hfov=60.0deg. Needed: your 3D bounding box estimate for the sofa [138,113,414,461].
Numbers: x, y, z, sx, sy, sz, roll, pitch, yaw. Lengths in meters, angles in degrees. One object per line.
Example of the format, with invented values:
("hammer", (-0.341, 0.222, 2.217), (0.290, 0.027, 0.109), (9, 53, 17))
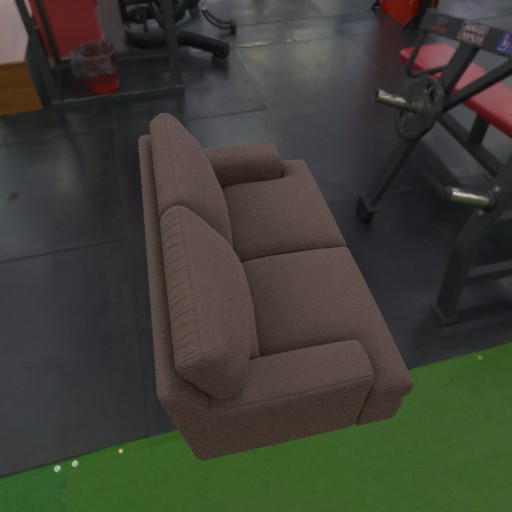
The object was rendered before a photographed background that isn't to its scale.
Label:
("sofa", (0.000, 0.000, 2.519), (1.140, 0.950, 1.869), (-9, 48, -8))
